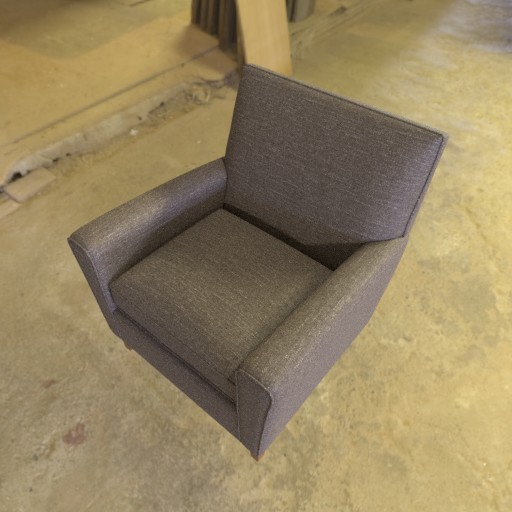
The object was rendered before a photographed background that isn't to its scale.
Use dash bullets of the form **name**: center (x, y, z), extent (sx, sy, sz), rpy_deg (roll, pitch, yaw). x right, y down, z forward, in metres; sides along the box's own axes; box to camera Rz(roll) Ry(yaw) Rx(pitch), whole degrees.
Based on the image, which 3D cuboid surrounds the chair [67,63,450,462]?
- **chair**: center (0.000, 0.000, 1.548), extent (0.838, 0.885, 0.875), rpy_deg (31, 54, 26)
